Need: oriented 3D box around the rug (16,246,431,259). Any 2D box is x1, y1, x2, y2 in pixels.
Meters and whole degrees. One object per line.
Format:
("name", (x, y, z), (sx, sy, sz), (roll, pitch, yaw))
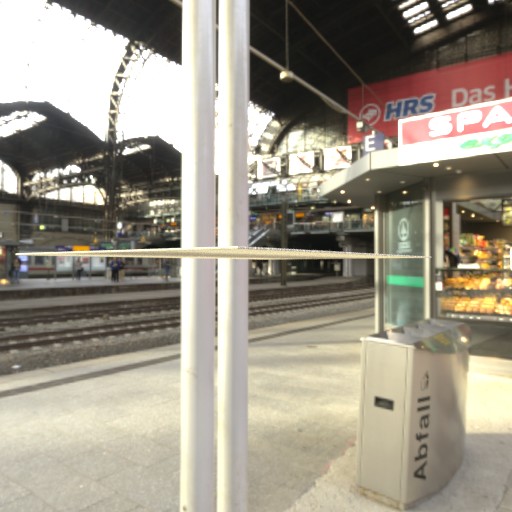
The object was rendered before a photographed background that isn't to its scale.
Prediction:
("rug", (0.000, 0.000, 2.247), (1.226, 0.007, 1.815), (-1, -1, 37))
